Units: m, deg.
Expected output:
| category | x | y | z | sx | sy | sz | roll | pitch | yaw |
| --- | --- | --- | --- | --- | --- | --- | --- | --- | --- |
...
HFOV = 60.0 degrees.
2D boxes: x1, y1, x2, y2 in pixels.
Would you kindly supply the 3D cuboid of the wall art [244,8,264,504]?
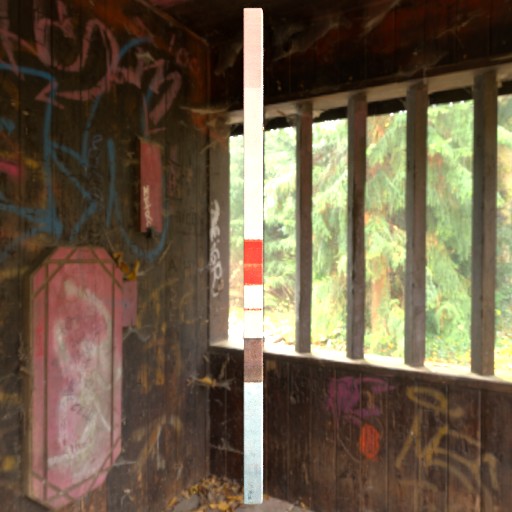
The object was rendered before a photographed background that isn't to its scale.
| category | x | y | z | sx | sy | sz | roll | pitch | yaw |
| --- | --- | --- | --- | --- | --- | --- | --- | --- | --- |
| wall art | 0.000 | 0.000 | 1.122 | 0.038 | 0.914 | 0.610 | 0 | 1 | 1 |
